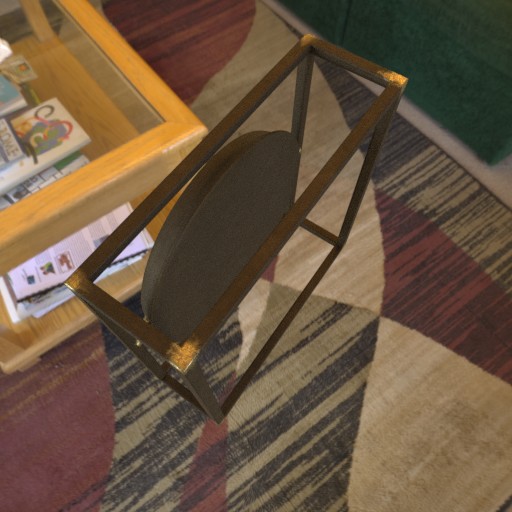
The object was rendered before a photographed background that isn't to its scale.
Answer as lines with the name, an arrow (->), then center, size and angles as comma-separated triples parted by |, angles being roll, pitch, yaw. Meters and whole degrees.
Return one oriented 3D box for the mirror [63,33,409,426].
mirror -> 0.000, 0.000, 0.474 | 0.107, 0.303, 0.306 | 32, 68, 15
